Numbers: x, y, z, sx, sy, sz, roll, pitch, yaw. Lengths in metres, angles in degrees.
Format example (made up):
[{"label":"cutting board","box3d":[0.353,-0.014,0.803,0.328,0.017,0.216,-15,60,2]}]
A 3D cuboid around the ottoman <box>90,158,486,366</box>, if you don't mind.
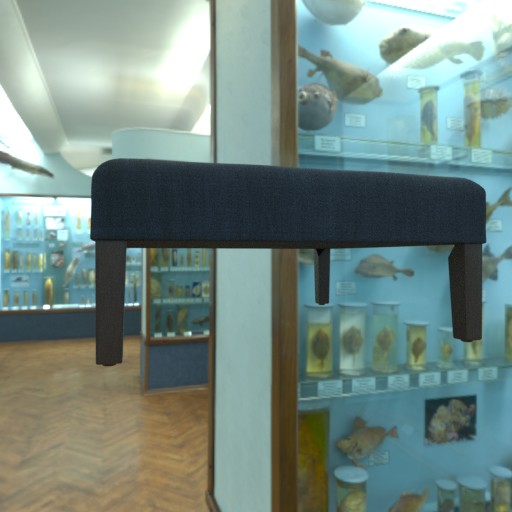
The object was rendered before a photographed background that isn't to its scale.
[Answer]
[{"label":"ottoman","box3d":[0.000,0.000,1.349,0.889,0.411,0.890,0,0,-16]}]
